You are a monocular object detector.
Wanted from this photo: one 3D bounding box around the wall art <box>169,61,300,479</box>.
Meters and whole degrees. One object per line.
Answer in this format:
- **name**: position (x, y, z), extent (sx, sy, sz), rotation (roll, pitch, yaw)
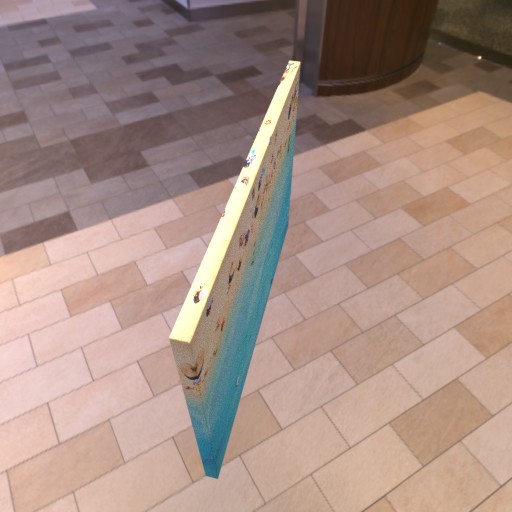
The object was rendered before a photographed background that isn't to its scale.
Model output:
- **wall art**: position (0.000, 0.000, 1.424), extent (0.040, 0.769, 1.136), rotation (10, 48, 9)
